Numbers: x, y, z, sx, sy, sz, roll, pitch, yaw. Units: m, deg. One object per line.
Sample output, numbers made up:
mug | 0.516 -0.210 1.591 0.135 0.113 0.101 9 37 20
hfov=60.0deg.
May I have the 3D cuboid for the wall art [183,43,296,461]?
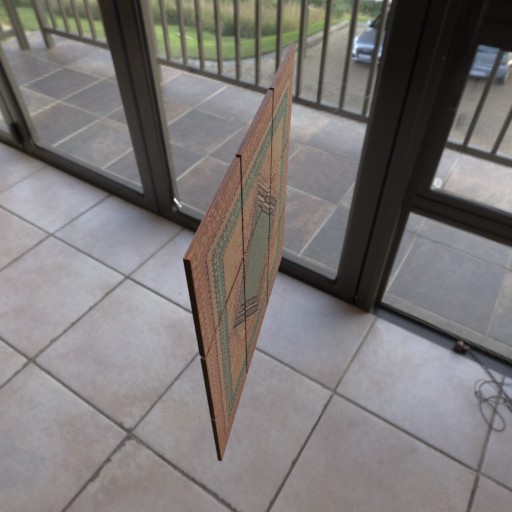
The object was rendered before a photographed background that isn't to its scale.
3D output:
wall art | 0.000 0.000 1.351 0.013 0.914 0.915 10 47 10
